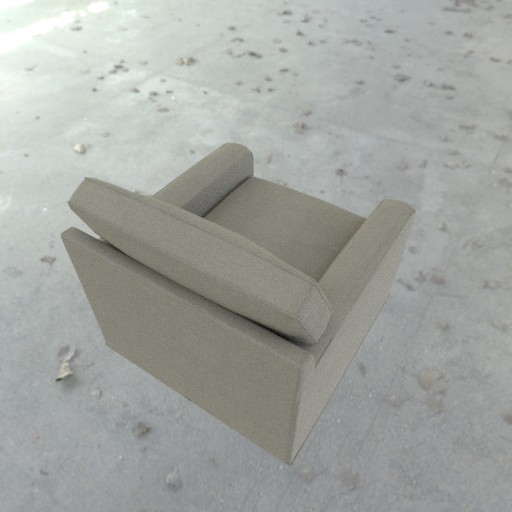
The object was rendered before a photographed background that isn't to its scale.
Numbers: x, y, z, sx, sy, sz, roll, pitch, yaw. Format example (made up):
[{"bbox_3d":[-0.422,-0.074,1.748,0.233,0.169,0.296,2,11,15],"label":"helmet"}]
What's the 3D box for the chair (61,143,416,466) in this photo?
[{"bbox_3d":[0.000,0.000,1.873,0.999,0.934,1.044,25,50,23],"label":"chair"}]
